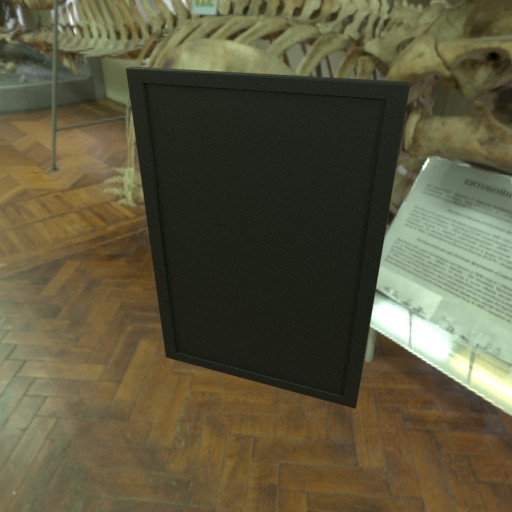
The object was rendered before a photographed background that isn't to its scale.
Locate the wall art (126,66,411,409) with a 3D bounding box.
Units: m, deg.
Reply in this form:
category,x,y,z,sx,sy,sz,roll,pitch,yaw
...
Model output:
category,x,y,z,sx,sy,sz,roll,pitch,yaw
wall art,0.000,0.000,0.563,0.303,0.431,0.013,10,32,17
